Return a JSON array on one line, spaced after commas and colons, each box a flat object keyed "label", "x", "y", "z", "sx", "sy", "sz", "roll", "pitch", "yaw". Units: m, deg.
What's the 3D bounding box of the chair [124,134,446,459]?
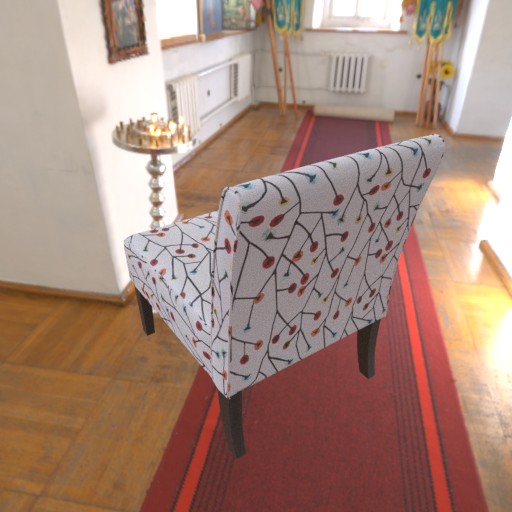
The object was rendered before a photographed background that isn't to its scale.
[{"label": "chair", "x": 0.000, "y": 0.000, "z": 1.342, "sx": 0.597, "sy": 0.813, "sz": 0.732, "roll": -20, "pitch": 37, "yaw": -29}]
